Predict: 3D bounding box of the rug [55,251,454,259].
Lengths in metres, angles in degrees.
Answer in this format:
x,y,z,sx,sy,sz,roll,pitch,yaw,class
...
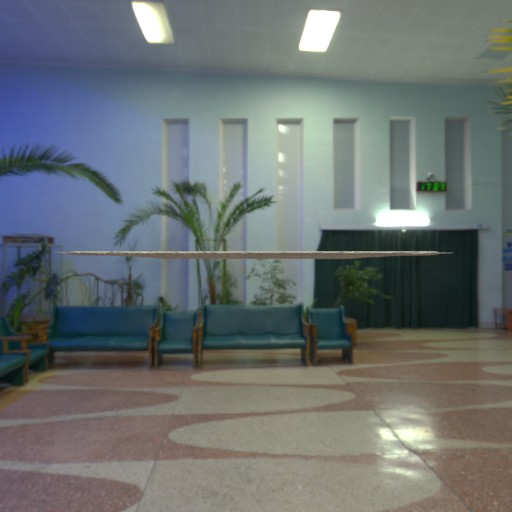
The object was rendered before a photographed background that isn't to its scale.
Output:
x,y,z,sx,sy,sz,roll,pitch,yaw,class
0.000,0.000,4.232,2.388,0.030,3.213,0,-1,1,rug
